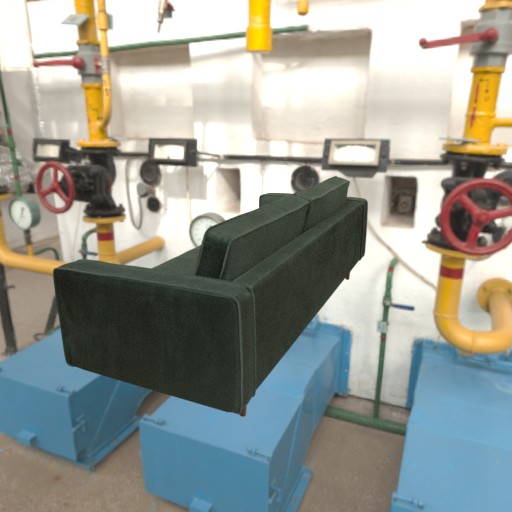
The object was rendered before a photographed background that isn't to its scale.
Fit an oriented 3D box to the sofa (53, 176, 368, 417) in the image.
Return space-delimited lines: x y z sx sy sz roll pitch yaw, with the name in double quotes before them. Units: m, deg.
"sofa" 0.000 0.000 2.637 0.886 0.781 2.214 8 18 24
